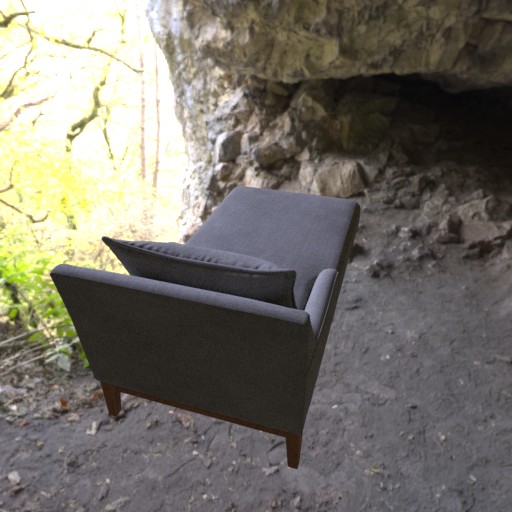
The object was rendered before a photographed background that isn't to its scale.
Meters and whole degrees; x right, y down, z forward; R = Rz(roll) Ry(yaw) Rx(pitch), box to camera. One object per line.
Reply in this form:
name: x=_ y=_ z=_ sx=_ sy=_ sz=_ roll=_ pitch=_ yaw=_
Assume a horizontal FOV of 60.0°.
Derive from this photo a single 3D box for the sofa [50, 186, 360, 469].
sofa: x=0.000 y=0.000 z=2.273 sx=0.894 sy=0.859 sz=1.779 roll=10 pitch=33 yaw=15
